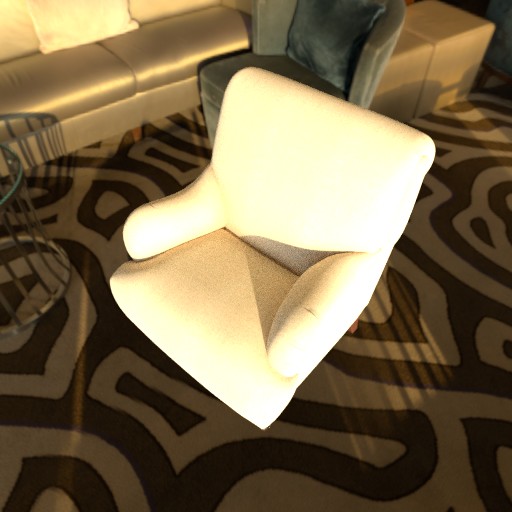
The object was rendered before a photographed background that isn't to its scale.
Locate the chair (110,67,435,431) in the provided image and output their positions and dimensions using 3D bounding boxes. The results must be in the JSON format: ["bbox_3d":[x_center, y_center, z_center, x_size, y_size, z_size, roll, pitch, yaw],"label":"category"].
[{"bbox_3d":[0.000,0.000,1.568,0.766,0.944,0.842,33,55,26],"label":"chair"}]
